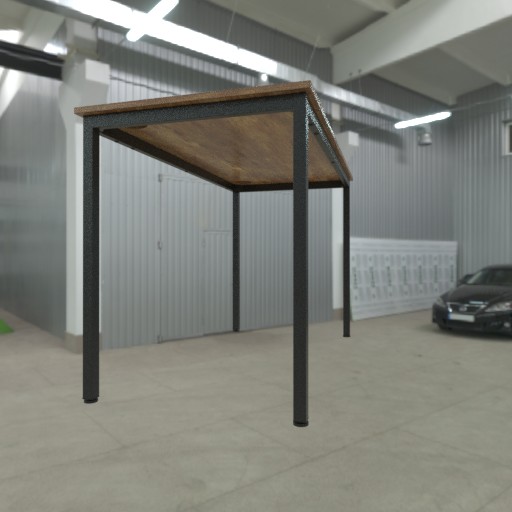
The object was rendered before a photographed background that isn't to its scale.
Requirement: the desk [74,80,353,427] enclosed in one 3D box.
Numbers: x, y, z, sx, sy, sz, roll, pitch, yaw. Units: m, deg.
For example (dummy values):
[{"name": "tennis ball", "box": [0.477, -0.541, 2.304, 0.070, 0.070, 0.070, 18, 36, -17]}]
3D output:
[{"name": "desk", "box": [0.000, 0.000, 1.603, 0.600, 0.749, 1.200, 0, 0, 17]}]
